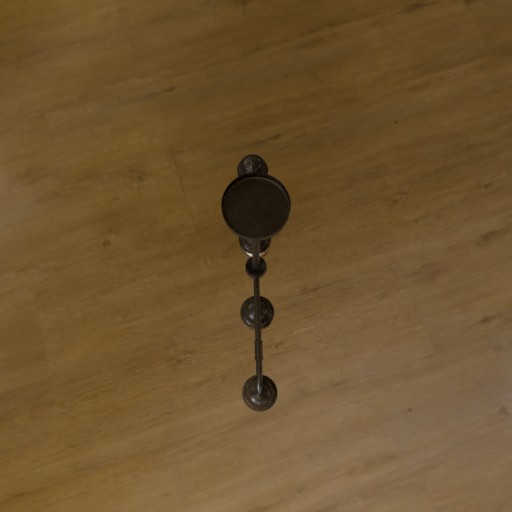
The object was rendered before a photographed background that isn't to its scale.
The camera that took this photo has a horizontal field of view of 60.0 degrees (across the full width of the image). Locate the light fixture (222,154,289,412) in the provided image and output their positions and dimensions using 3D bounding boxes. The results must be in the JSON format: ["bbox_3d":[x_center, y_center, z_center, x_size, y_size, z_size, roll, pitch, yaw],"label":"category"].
[{"bbox_3d":[0.000,0.000,1.213,0.131,0.785,0.852,-2,76,0],"label":"light fixture"}]
